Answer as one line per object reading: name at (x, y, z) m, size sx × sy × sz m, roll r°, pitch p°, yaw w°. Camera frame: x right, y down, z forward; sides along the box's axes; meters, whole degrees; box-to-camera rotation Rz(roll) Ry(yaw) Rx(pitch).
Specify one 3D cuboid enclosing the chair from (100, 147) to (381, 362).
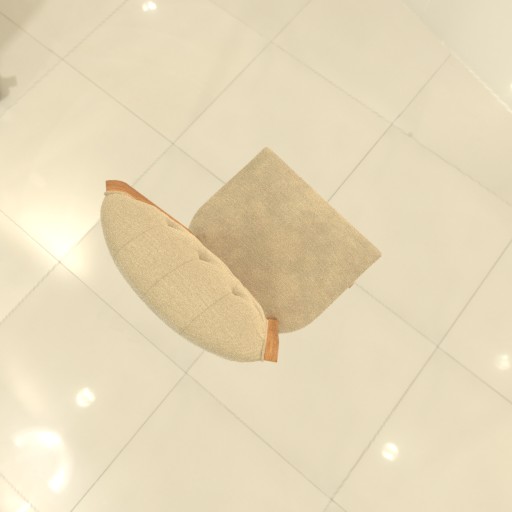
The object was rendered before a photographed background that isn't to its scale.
chair at (0.000, 0.000, 1.285) m, size 0.584 × 0.905 × 0.513 m, roll -43°, pitch 79°, yaw -10°
